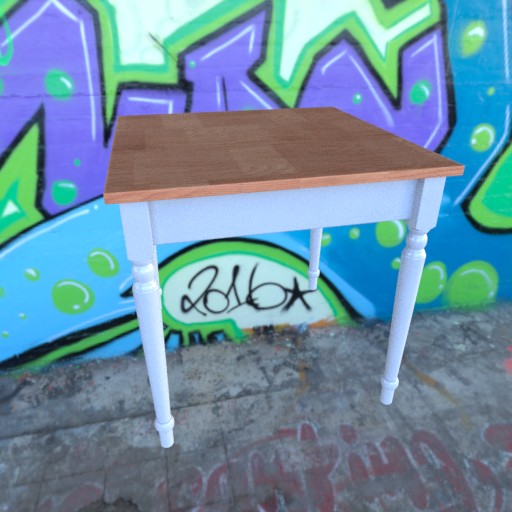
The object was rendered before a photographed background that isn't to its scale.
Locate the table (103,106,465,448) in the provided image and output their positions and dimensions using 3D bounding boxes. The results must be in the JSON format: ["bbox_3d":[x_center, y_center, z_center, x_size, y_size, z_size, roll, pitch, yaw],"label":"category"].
[{"bbox_3d":[0.000,0.000,1.372,0.747,0.738,0.747,-6,29,-12],"label":"table"}]
